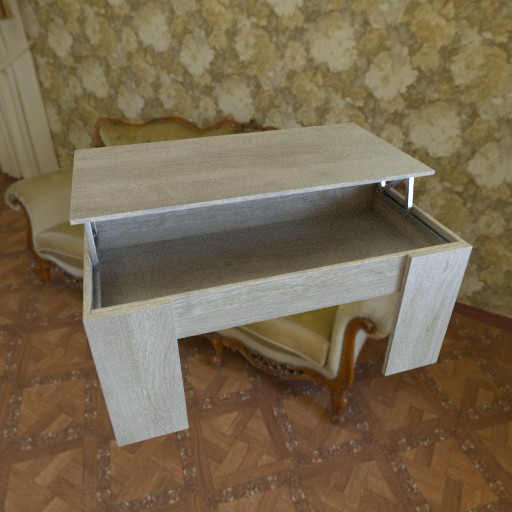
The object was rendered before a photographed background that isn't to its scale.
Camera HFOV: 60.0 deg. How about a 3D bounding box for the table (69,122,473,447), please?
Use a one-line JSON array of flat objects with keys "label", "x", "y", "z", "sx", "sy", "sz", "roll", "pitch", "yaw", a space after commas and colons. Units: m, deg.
[{"label": "table", "x": 0.000, "y": 0.000, "z": 1.425, "sx": 1.000, "sy": 0.570, "sz": 0.711, "roll": -10, "pitch": 34, "yaw": -15}]
